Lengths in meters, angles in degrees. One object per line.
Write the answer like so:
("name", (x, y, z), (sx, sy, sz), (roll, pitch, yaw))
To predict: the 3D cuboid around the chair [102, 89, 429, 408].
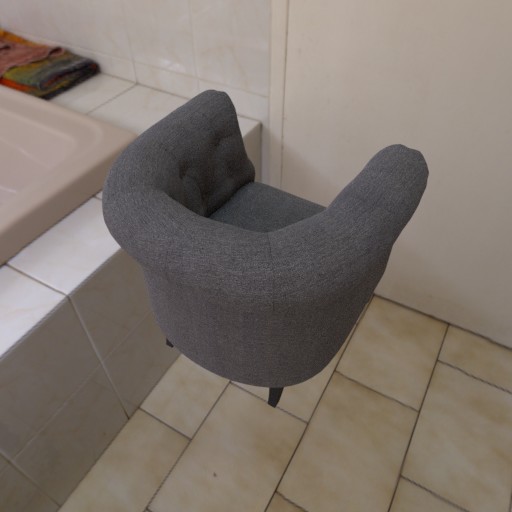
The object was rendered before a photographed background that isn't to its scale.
("chair", (0.000, 0.000, 1.586), (0.905, 0.827, 0.852), (24, 51, 22))
